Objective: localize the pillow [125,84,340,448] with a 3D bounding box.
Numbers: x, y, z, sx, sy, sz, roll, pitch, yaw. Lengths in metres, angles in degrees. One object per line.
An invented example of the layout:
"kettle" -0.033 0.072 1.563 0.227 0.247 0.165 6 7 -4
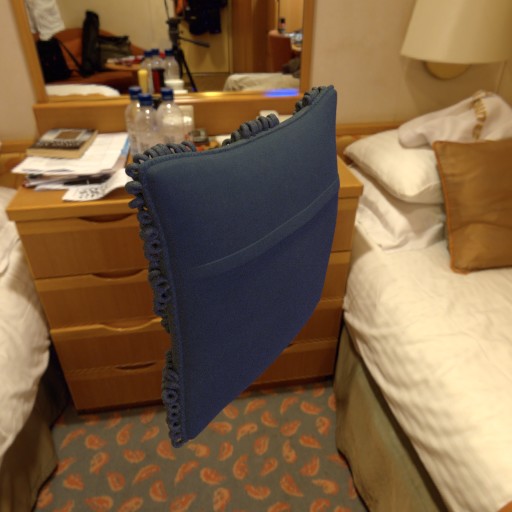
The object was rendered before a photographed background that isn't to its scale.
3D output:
"pillow" 0.000 0.000 0.725 0.172 0.466 0.469 20 37 28
